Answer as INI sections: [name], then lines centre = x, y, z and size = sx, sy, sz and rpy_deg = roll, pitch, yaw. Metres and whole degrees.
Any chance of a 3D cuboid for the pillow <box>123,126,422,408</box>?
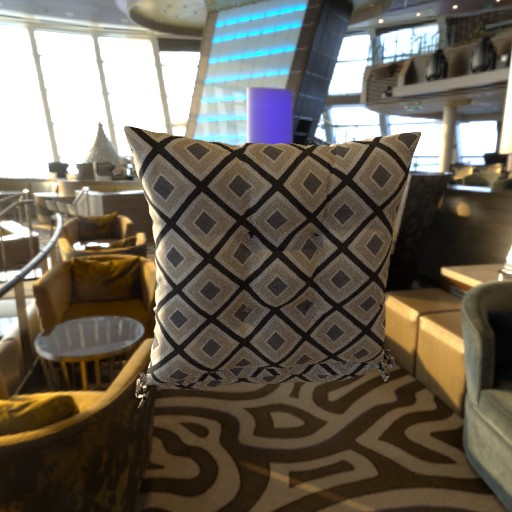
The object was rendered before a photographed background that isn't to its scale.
[pillow]
centre = 0.000, 0.000, 1.018
size = 0.541, 0.536, 0.585
rpy_deg = -2, 13, -10
